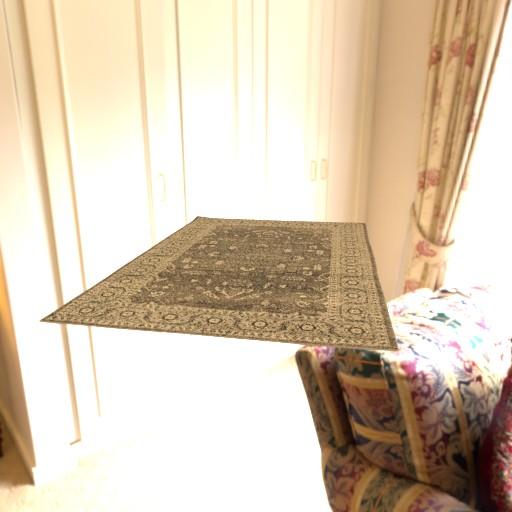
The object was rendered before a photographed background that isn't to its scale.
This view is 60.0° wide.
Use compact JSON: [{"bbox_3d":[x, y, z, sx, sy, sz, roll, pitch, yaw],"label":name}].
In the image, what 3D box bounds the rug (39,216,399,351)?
[{"bbox_3d":[0.000,0.000,2.292,1.209,0.019,1.828,3,17,10],"label":"rug"}]
